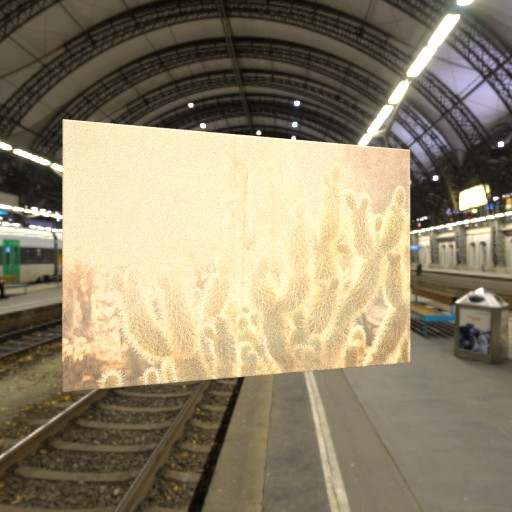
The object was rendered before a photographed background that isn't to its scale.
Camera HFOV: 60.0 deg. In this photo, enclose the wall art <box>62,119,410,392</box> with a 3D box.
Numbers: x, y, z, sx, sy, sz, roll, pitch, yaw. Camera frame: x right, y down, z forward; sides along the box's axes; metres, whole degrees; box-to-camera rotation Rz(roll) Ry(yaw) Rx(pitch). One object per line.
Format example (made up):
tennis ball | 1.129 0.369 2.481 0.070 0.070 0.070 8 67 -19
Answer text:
wall art | 0.000 0.000 1.423 1.142 0.758 0.041 0 0 -18
